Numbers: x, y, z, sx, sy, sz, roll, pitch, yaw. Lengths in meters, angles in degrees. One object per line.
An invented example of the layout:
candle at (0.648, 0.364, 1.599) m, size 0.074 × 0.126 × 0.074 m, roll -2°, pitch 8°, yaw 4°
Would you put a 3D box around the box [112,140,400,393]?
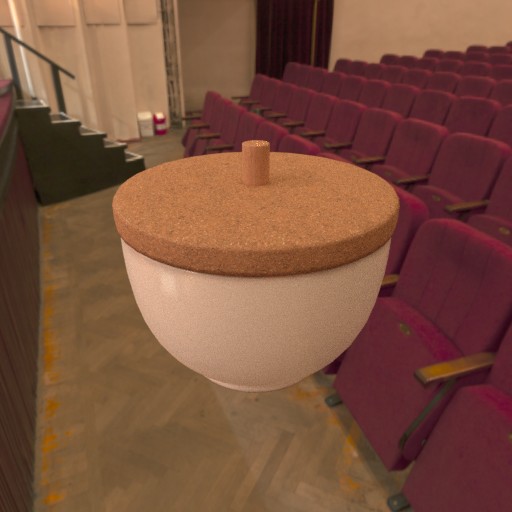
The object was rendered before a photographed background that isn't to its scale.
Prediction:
box at (0.000, 0.000, 0.185) m, size 0.107 × 0.094 × 0.107 m, roll 0°, pitch 27°, yaw 0°
